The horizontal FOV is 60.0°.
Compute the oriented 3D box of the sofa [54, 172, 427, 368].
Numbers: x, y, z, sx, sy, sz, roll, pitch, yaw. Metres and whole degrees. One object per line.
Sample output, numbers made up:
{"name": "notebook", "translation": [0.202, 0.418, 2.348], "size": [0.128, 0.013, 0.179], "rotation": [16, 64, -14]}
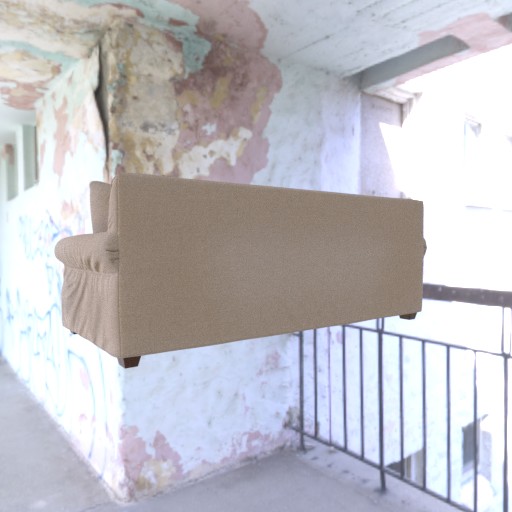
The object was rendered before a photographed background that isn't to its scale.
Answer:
{"name": "sofa", "translation": [0.000, 0.000, 2.875], "size": [2.285, 0.904, 1.067], "rotation": [-1, 2, -36]}
